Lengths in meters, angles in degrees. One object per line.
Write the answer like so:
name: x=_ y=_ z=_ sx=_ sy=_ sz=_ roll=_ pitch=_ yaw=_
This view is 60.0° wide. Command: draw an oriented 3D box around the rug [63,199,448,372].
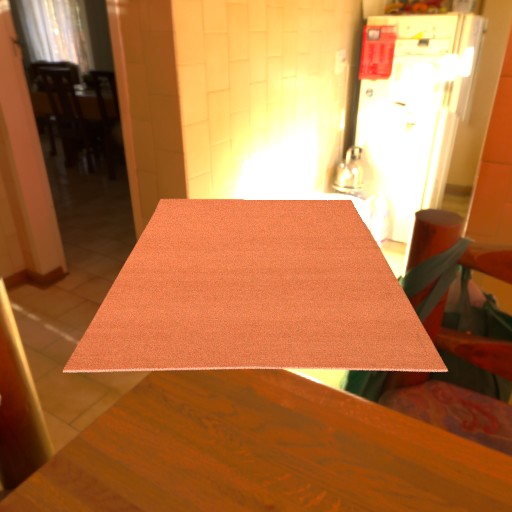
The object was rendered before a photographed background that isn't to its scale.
rug: x=0.000 y=0.000 z=4.207 sx=2.434 sy=0.045 sz=3.202 roll=0 pitch=27 yaw=0
